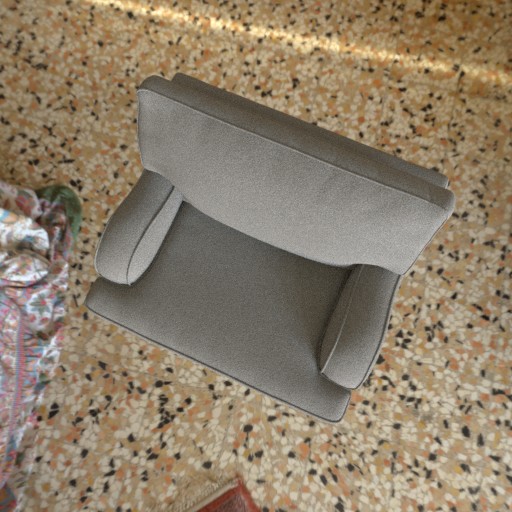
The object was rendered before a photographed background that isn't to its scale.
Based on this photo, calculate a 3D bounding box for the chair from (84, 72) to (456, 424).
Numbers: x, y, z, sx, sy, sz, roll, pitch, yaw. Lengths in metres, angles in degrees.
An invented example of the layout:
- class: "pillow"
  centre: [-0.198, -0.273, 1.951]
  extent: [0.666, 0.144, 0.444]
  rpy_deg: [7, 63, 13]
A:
- class: "chair"
  centre: [0.000, 0.000, 1.938]
  extent: [1.220, 1.016, 1.040]
  rpy_deg: [23, 76, 6]
